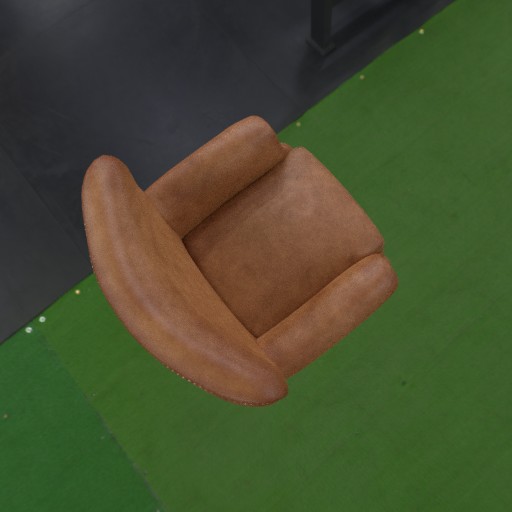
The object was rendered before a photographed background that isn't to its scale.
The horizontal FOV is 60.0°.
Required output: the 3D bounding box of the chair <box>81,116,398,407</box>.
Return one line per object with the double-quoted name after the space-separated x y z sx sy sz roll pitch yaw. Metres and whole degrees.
0.000 0.000 1.657 0.921 0.936 0.861 -36 78 -9 "chair"
